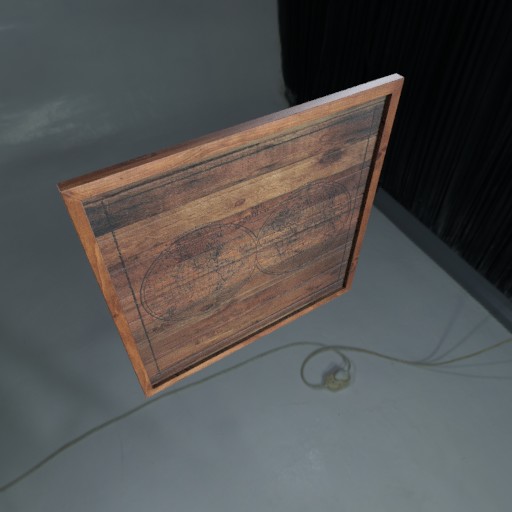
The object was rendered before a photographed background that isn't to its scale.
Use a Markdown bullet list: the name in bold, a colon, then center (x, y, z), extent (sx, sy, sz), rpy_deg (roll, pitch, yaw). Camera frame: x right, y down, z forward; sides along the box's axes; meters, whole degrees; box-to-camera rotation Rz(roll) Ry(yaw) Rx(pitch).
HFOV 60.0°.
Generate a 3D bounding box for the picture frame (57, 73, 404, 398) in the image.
- **picture frame**: center (0.000, 0.000, 1.217), extent (0.810, 0.817, 0.029), rpy_deg (-24, 52, -21)
